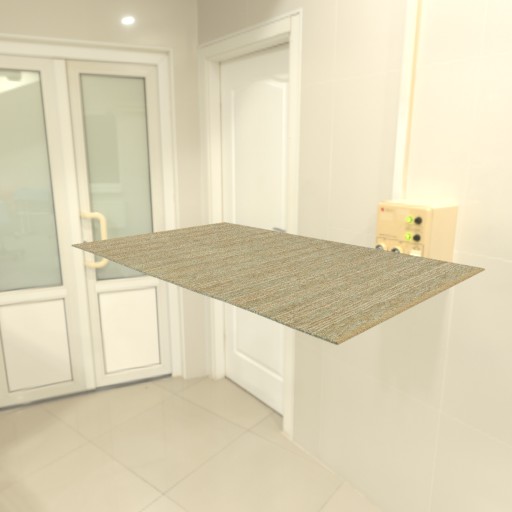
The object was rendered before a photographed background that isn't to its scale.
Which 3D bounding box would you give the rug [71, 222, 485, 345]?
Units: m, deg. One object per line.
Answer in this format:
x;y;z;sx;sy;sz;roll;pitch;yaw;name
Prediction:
0.000;0.000;3.036;1.540;0.012;2.448;-13;19;-43;rug
